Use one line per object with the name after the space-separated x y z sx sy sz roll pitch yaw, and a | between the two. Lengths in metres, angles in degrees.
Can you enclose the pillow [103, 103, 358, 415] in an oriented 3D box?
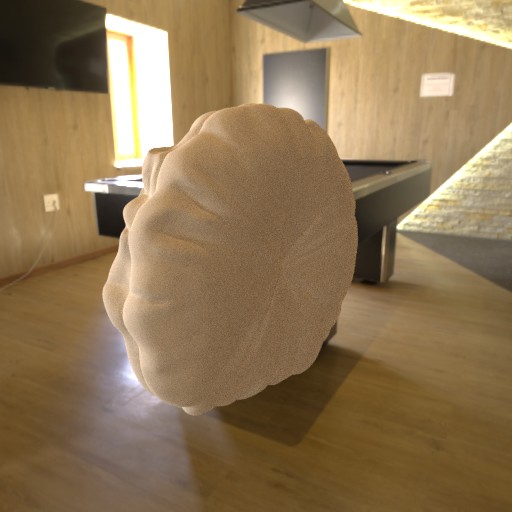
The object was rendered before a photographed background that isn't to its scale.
0.000 0.000 0.625 0.428 0.407 0.148 -16 22 -43 | pillow
